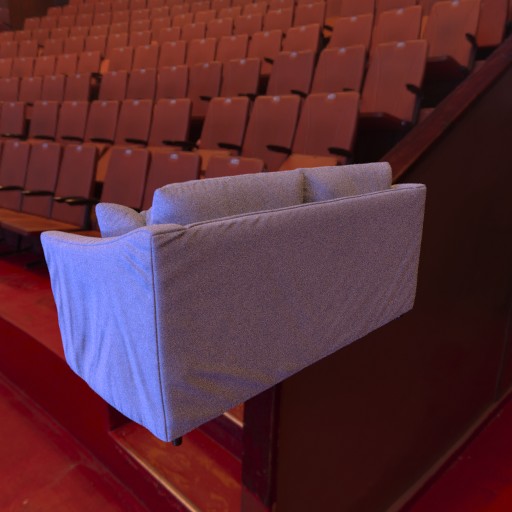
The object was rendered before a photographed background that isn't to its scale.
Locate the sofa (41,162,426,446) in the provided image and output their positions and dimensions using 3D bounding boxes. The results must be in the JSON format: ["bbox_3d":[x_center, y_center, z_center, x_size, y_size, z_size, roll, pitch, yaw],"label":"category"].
[{"bbox_3d":[0.000,0.000,2.547,2.010,1.018,1.072,-15,21,-43],"label":"sofa"}]
